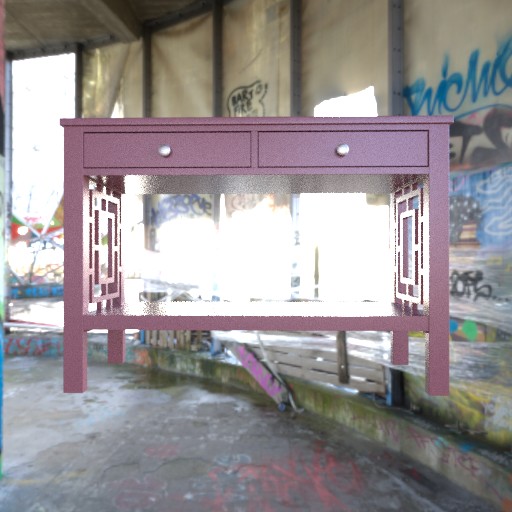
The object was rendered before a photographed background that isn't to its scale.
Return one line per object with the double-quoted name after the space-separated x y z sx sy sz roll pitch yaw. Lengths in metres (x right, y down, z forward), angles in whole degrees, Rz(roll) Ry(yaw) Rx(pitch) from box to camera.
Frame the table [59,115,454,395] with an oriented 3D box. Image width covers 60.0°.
0.000 0.000 1.385 1.068 0.753 0.397 0 0 1 "table"
